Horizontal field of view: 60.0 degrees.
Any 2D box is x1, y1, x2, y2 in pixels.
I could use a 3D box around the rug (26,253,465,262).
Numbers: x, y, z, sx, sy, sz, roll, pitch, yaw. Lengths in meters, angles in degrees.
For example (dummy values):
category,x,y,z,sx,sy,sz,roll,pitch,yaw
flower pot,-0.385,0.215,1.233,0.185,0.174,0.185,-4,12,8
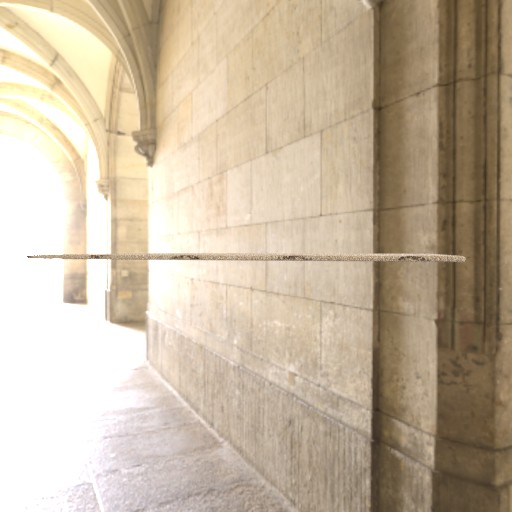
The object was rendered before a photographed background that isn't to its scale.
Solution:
category,x,y,z,sx,sy,sz,roll,pitch,yaw
rug,0.000,0.000,3.456,2.743,0.030,1.778,0,1,17
